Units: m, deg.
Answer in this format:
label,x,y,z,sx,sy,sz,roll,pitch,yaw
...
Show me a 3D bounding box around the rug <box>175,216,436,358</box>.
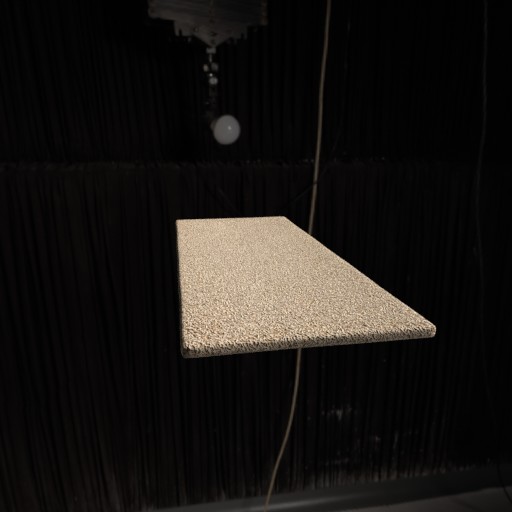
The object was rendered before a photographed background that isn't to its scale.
label,x,y,z,sx,sy,sz,roll,pitch,yaw
rug,0.000,0.000,1.733,0.609,0.030,1.524,-3,15,-10
